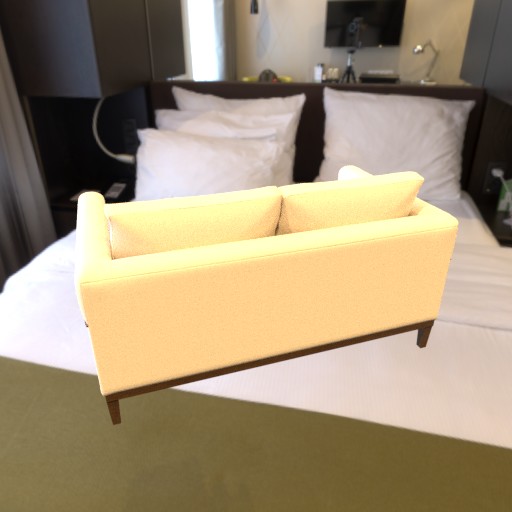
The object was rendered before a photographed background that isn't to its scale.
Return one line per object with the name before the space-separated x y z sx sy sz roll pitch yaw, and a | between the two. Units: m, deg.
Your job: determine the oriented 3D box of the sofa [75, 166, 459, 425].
sofa | 0.000 0.000 2.180 1.598 0.873 0.905 -9 28 -17
